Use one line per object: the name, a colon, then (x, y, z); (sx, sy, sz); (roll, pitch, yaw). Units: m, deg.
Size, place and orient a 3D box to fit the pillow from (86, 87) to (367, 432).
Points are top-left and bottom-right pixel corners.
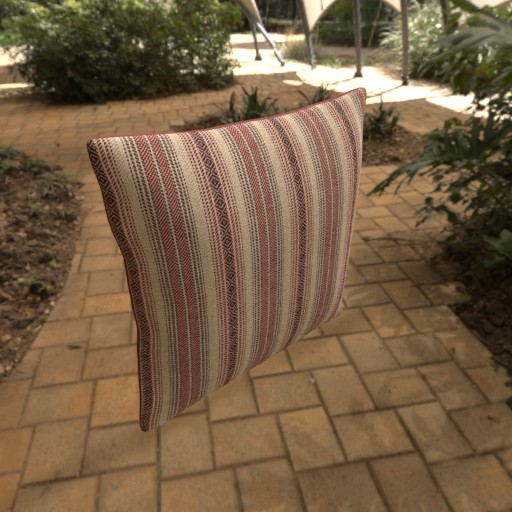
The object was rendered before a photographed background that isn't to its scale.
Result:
pillow: (0.000, 0.000, 0.768); (0.513, 0.497, 0.166); (-23, 38, -33)
